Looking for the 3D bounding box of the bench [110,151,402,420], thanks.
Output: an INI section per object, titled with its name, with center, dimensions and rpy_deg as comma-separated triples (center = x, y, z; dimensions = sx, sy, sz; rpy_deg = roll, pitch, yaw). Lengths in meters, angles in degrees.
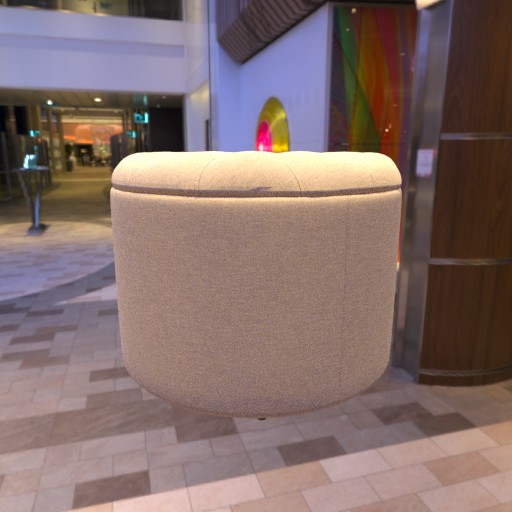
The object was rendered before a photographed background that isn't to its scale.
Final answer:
[bench]
center = 0.000, 0.000, 0.987
dimensions = 0.600, 0.454, 0.600
rpy_deg = 0, 13, 0
